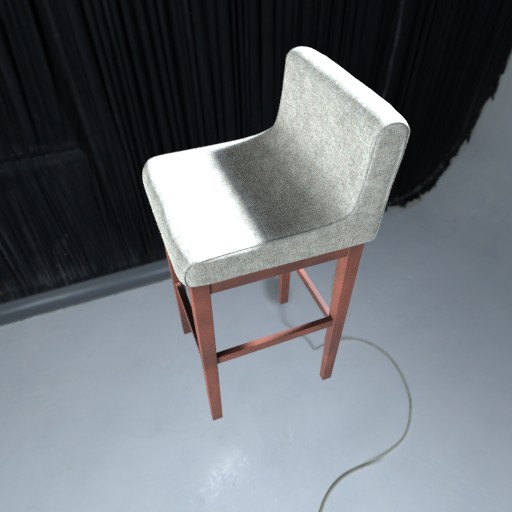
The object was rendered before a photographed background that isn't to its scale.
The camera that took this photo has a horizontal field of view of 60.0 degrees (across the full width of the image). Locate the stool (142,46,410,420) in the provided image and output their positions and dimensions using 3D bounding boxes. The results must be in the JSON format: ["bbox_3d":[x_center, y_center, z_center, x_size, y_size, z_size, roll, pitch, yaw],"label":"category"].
[{"bbox_3d":[0.000,0.000,1.254,0.499,0.965,0.426,-15,47,-15],"label":"stool"}]
